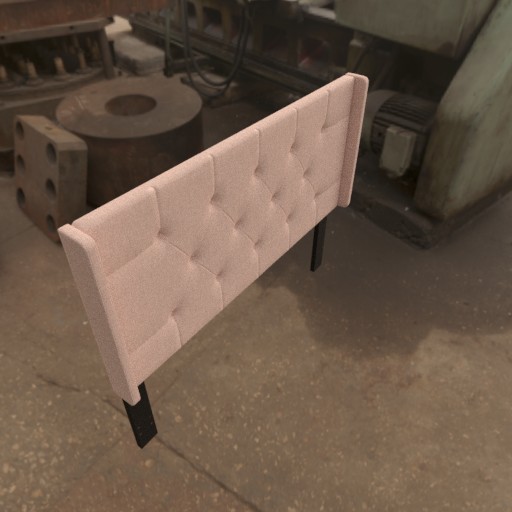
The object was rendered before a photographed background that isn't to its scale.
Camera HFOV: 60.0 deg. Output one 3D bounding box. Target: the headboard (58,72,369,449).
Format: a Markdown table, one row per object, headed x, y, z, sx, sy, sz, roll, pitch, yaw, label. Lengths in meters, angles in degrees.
| x | y | z | sx | sy | sz | roll | pitch | yaw | label |
| --- | --- | --- | --- | --- | --- | --- | --- | --- | --- |
| 0.000 | 0.000 | 2.547 | 0.184 | 1.524 | 2.051 | 25 | 46 | 27 | headboard |
